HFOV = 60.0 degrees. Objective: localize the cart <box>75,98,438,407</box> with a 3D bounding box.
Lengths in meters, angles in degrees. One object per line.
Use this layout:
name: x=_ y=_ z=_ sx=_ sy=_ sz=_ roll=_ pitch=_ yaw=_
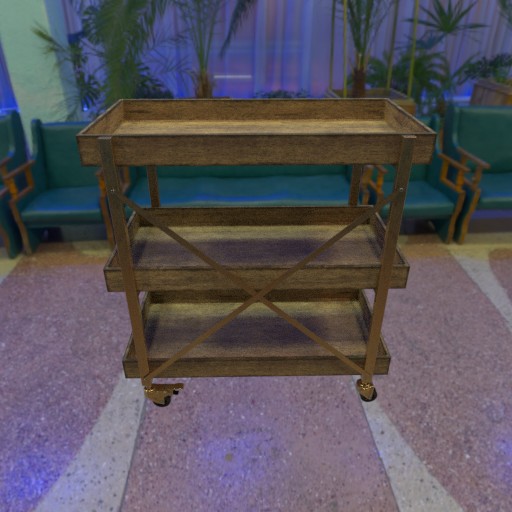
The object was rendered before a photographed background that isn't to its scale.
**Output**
cart: x=0.000 y=0.000 z=1.276 sx=0.750 sy=0.799 sz=0.416 roll=-1 pitch=30 yaw=-1
